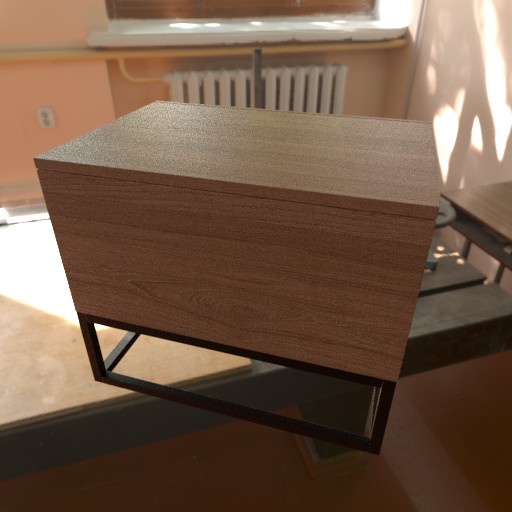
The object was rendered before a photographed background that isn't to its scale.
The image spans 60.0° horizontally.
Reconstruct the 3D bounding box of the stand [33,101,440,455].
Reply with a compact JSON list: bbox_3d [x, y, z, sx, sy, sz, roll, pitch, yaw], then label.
[{"bbox_3d":[0.000,0.000,0.919,0.600,0.500,0.420,9,33,15],"label":"stand"}]
